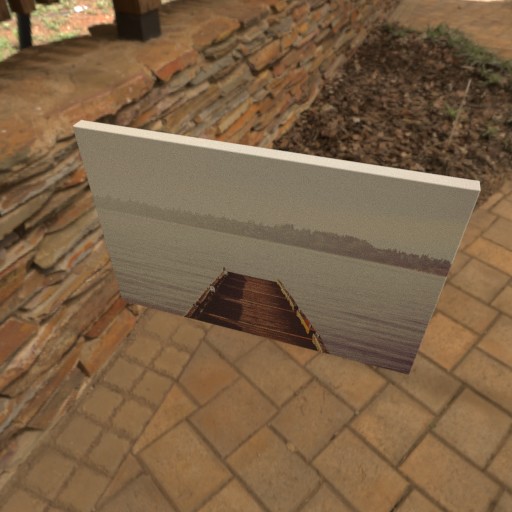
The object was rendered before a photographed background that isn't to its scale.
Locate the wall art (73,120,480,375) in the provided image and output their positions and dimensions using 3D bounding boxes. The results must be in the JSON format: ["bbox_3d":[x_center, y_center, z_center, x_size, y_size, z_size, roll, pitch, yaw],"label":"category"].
[{"bbox_3d":[0.000,0.000,1.166,0.916,0.609,0.037,12,42,14],"label":"wall art"}]
